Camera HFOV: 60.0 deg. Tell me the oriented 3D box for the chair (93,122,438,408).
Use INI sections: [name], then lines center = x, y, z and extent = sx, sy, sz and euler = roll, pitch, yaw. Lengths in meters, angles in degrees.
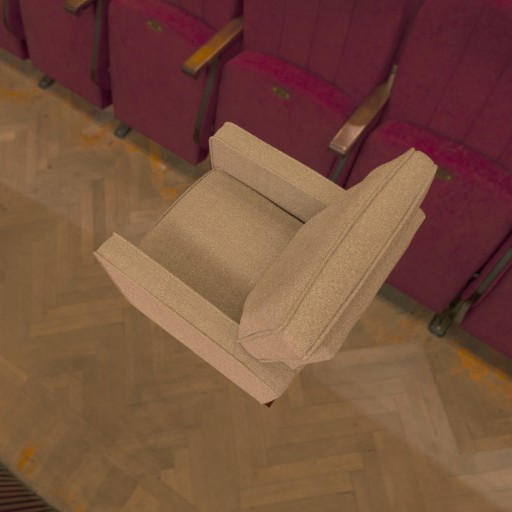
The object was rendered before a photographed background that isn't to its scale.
[chair]
center = 0.000, 0.000, 1.414
extent = 0.754, 0.888, 0.648
euler = 33, 68, 16
